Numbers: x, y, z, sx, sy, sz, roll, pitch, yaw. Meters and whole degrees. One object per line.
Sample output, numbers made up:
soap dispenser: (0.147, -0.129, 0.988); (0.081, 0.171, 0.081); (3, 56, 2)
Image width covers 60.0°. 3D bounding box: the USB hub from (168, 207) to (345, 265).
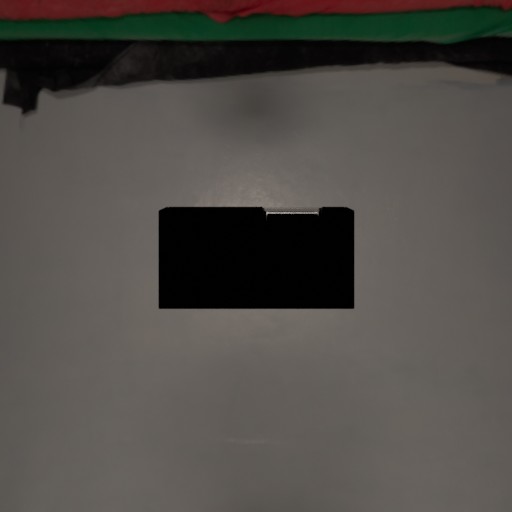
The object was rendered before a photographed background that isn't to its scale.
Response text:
USB hub: (0.000, 0.000, 0.129); (0.044, 0.023, 0.110); (0, 1, 0)
